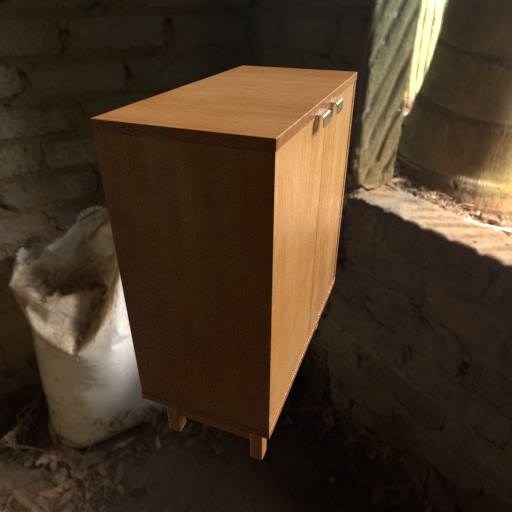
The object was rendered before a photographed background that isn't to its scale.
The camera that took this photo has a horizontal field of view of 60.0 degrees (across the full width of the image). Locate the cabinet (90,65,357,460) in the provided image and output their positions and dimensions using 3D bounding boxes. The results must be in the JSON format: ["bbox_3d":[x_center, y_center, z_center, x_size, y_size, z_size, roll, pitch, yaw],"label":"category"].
[{"bbox_3d":[0.000,0.000,1.405,0.419,1.001,0.800,11,33,18],"label":"cabinet"}]
